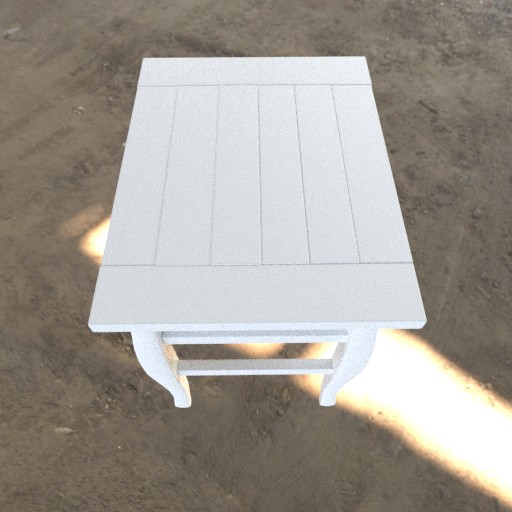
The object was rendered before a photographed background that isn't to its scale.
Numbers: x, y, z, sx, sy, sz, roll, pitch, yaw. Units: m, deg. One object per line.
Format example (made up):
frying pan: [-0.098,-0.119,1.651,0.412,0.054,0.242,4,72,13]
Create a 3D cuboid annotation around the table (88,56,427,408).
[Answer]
table: [0.000,0.000,1.014,0.463,0.605,0.599,-1,58,0]
